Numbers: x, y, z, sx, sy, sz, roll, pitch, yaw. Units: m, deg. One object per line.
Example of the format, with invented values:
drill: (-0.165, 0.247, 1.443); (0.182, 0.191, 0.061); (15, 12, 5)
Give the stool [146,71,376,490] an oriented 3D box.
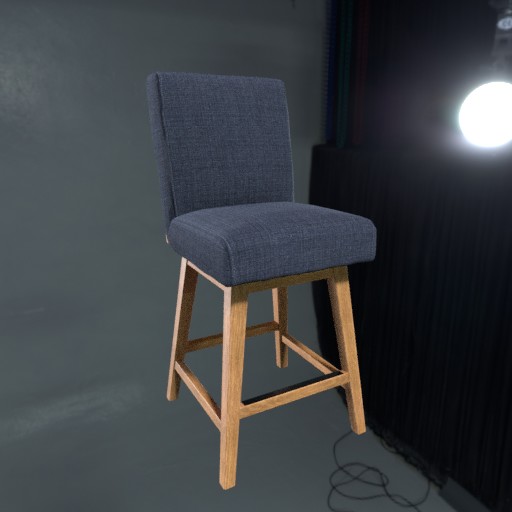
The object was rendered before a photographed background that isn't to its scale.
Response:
stool: (0.000, 0.000, 1.270); (0.459, 1.010, 0.526); (-9, 18, -28)
